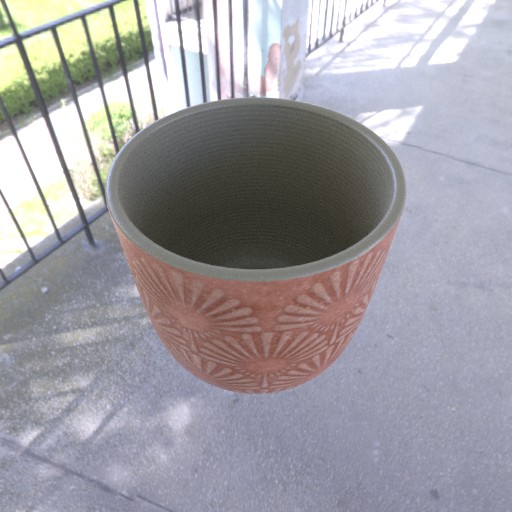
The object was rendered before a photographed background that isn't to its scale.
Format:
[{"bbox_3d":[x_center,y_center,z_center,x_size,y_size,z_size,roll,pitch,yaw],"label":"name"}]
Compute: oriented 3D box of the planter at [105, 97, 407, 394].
[{"bbox_3d":[0.000,0.000,0.225,0.124,0.109,0.124,0,47,0],"label":"planter"}]
